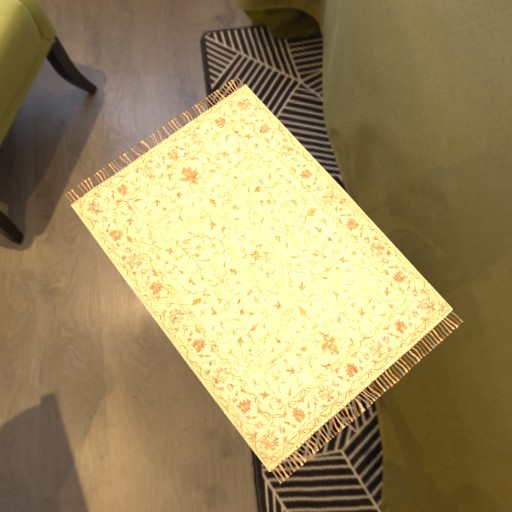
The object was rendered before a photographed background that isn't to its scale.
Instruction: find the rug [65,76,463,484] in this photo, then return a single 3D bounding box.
[{"bbox_3d":[0.000,0.000,2.334,1.218,0.017,1.861,-38,78,-9],"label":"rug"}]
